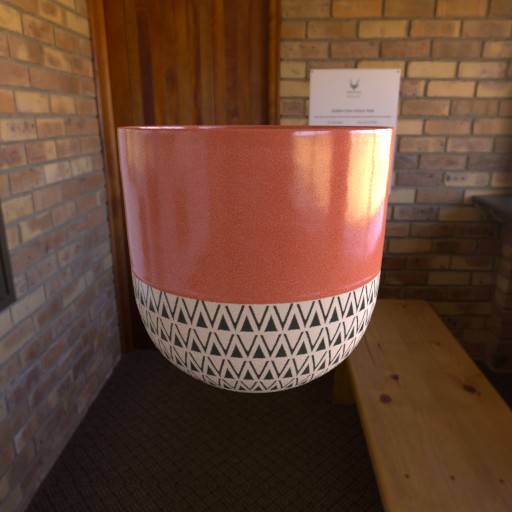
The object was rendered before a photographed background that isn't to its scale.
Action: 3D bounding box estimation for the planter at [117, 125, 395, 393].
[{"bbox_3d":[0.000,0.000,0.481,0.266,0.270,0.266,0,17,0],"label":"planter"}]
